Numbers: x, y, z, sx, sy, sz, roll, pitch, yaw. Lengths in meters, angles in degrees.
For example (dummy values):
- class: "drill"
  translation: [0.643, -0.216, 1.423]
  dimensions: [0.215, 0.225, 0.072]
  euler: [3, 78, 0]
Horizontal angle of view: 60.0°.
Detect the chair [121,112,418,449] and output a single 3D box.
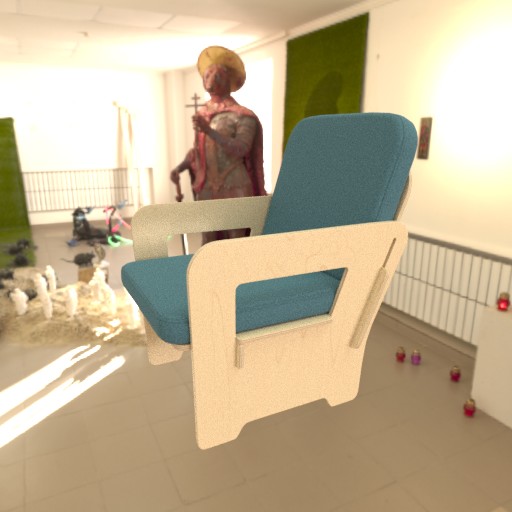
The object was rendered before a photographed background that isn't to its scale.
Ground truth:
- class: "chair"
  translation: [0.000, 0.000, 1.206]
  dimensions: [0.657, 0.747, 0.547]
  euler: [-8, 17, -26]
